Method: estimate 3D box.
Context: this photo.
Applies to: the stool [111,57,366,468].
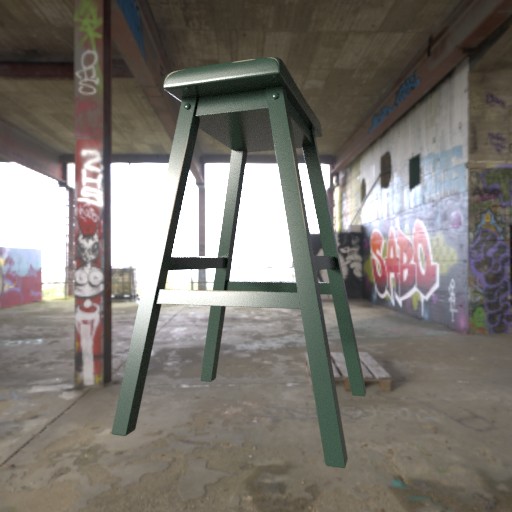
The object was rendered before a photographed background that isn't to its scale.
[{"bbox_3d":[0.000,0.000,1.057,0.476,0.737,0.457,0,-1,18],"label":"stool"}]
